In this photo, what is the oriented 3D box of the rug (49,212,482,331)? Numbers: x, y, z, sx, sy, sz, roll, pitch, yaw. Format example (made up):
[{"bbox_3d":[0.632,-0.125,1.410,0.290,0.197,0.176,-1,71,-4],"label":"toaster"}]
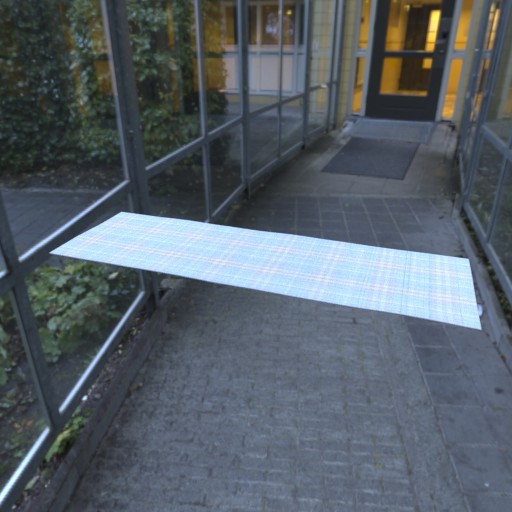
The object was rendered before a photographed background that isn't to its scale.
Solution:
[{"bbox_3d":[0.000,0.000,2.696,2.439,0.013,0.762,9,27,17],"label":"rug"}]
